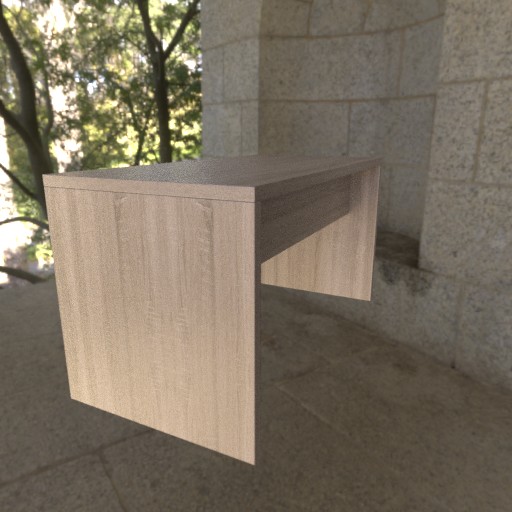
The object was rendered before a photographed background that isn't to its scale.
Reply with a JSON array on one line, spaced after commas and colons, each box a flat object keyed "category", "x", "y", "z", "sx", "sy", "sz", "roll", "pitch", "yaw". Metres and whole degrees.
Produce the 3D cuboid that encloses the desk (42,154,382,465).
[{"category": "desk", "x": 0.000, "y": 0.000, "z": 1.826, "sx": 0.690, "sy": 0.745, "sz": 1.380, "roll": 8, "pitch": 17, "yaw": 26}]
